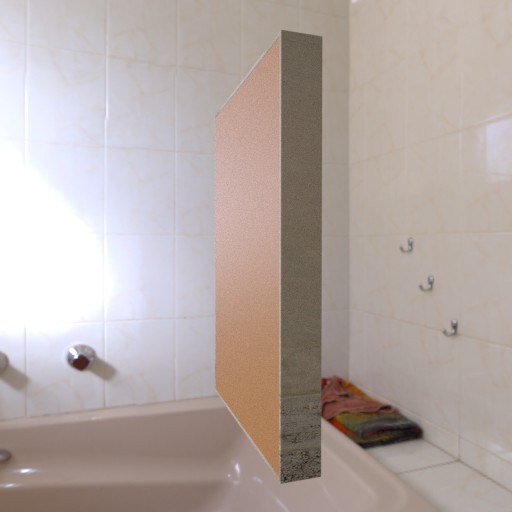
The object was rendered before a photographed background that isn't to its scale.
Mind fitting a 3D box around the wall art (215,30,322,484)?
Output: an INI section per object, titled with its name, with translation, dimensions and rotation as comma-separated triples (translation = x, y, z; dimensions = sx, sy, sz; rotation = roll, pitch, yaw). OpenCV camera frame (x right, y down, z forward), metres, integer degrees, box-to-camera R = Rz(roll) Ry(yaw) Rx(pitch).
[wall art]
translation = 0.000, 0.000, 0.498
dimensions = 0.038, 0.381, 0.254
rotation = 0, 1, -18
